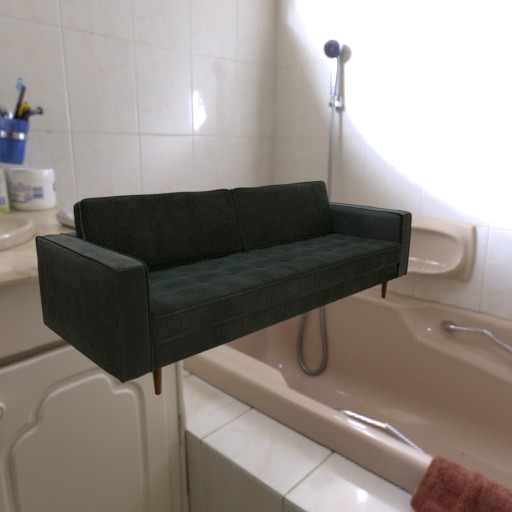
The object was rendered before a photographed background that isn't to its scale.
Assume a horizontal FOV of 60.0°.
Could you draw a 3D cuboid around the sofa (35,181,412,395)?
[{"bbox_3d":[0.000,0.000,2.631,2.214,0.781,0.886,-13,18,-42],"label":"sofa"}]
